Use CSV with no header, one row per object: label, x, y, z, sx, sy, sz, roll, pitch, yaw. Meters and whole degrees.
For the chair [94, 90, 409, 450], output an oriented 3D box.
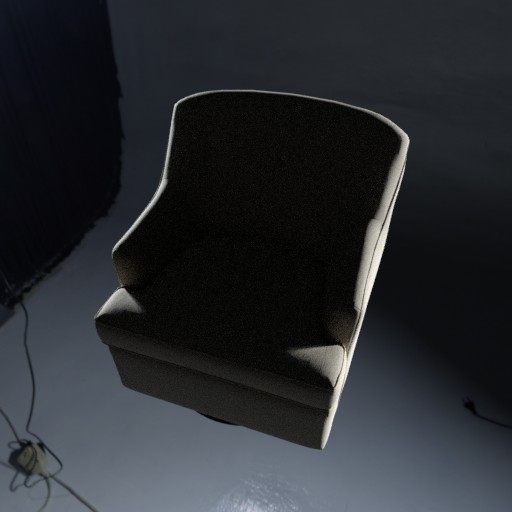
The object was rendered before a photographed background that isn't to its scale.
chair,0.000,0.000,1.587,0.864,0.856,0.923,13,43,14
